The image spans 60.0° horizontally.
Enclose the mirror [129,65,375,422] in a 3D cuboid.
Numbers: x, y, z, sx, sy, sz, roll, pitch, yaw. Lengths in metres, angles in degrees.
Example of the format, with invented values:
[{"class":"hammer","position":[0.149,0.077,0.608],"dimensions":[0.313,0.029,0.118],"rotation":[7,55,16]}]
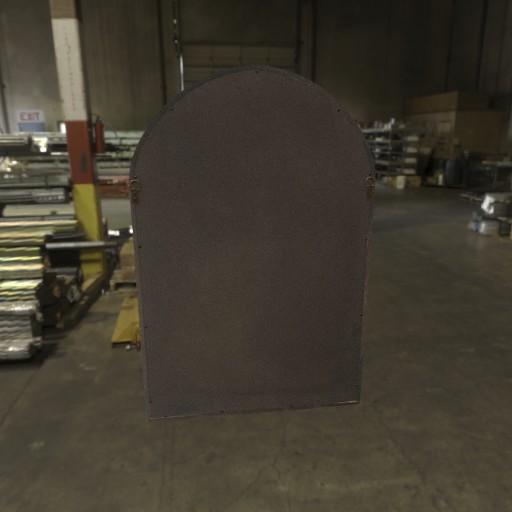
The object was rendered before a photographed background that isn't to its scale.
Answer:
[{"class":"mirror","position":[0.000,0.000,1.149],"dimensions":[0.609,0.915,0.032],"rotation":[-2,15,-8]}]
